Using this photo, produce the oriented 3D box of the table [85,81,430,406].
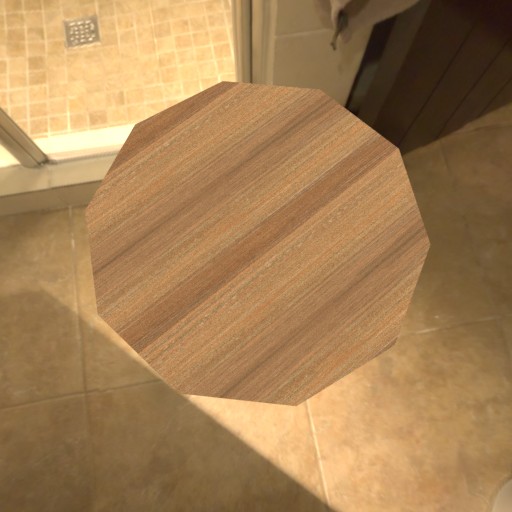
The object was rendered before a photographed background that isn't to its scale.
[{"bbox_3d":[0.000,0.000,1.878,1.186,0.752,1.186,0,75,0],"label":"table"}]
